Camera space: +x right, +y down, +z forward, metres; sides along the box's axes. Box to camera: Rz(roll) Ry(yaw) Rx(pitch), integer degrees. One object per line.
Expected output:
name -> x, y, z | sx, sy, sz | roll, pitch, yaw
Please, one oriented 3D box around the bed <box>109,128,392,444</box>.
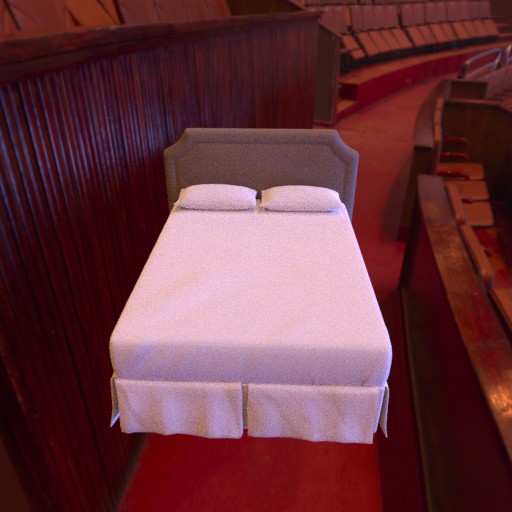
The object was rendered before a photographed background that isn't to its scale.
bed -> 0.000, 0.000, 3.169 | 1.693, 1.290, 2.116 | 1, 30, 2
